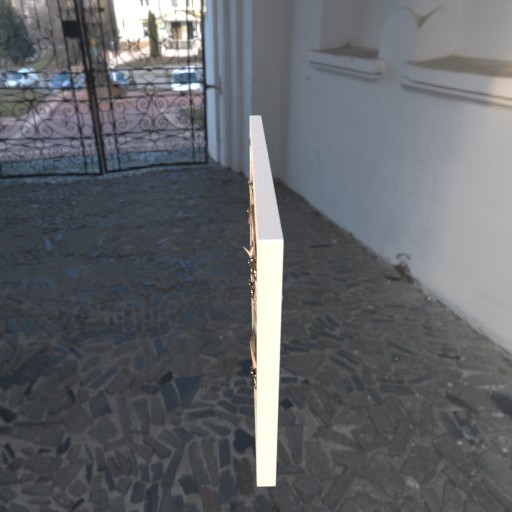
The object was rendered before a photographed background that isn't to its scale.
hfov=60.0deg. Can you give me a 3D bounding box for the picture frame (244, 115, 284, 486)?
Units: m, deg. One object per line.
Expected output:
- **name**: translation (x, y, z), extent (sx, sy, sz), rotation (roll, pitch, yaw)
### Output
- **picture frame**: translation (0.000, 0.000, 0.808), extent (0.044, 0.379, 0.647), rotation (-1, 28, -1)
